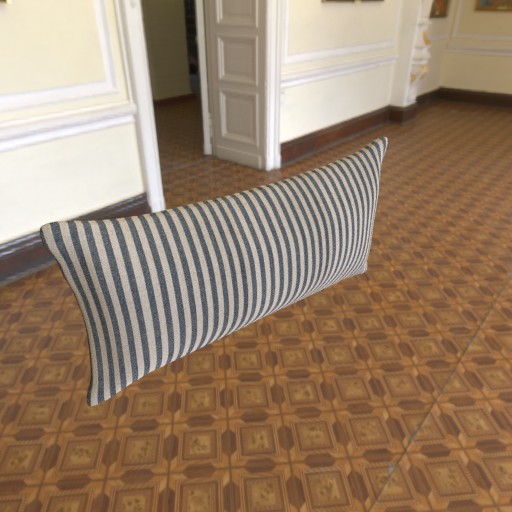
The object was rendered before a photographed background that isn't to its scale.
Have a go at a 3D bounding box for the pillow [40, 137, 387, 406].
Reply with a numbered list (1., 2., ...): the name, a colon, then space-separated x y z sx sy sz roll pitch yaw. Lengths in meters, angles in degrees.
1. pillow: 0.000 0.000 0.734 0.617 0.295 0.151 -21 36 -32
